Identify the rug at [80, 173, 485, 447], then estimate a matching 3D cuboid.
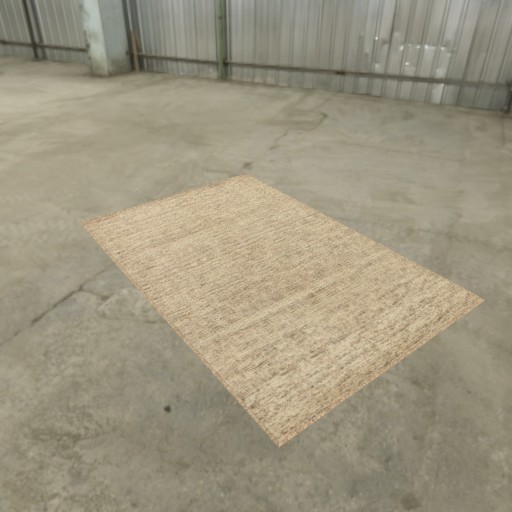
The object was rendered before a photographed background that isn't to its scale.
[{"bbox_3d":[0.000,0.000,2.298,1.211,0.018,1.822,-23,39,-30],"label":"rug"}]
